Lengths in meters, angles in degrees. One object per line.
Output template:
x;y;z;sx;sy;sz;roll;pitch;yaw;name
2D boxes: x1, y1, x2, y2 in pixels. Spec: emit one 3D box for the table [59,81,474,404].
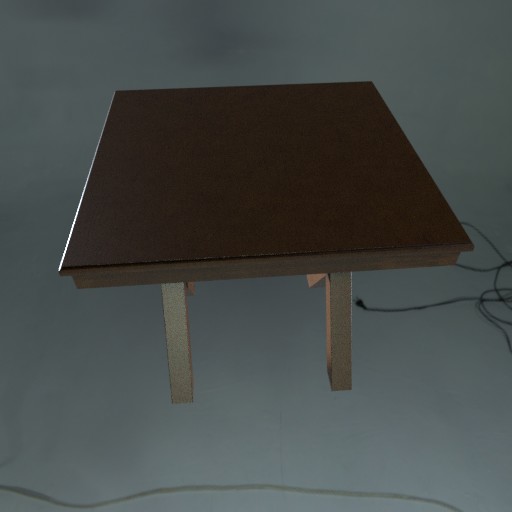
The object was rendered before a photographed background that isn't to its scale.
0.000;0.000;1.029;0.602;0.562;0.560;-3;45;-3;table
